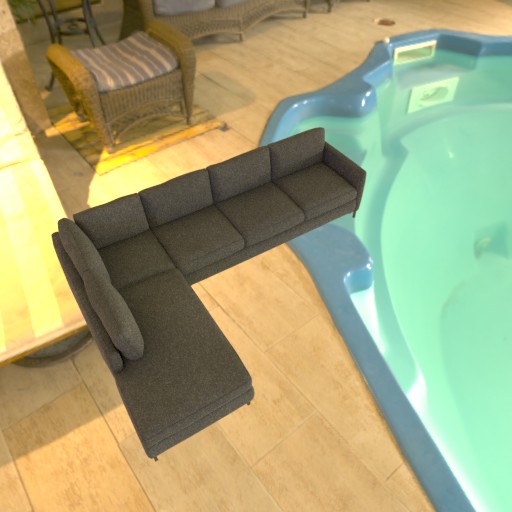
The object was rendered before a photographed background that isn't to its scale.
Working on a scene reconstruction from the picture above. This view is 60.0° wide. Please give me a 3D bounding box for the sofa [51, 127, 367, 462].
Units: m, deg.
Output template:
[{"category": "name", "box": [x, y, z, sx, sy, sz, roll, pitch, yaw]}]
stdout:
[{"category": "sofa", "box": [0.000, 0.000, 3.868, 2.949, 0.815, 2.007, -25, 51, -22]}]
